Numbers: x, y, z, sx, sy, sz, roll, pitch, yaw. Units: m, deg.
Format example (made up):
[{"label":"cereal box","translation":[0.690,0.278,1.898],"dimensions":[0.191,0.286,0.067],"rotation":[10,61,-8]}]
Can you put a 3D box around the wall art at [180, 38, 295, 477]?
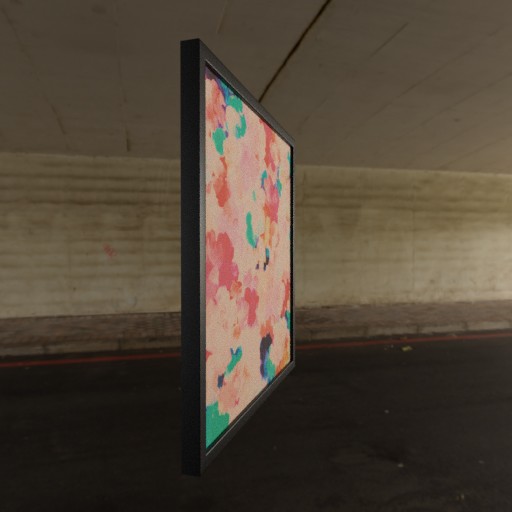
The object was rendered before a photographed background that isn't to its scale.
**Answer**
[{"label":"wall art","translation":[0.000,0.000,1.127],"dimensions":[0.036,0.755,0.756],"rotation":[0,1,18]}]
